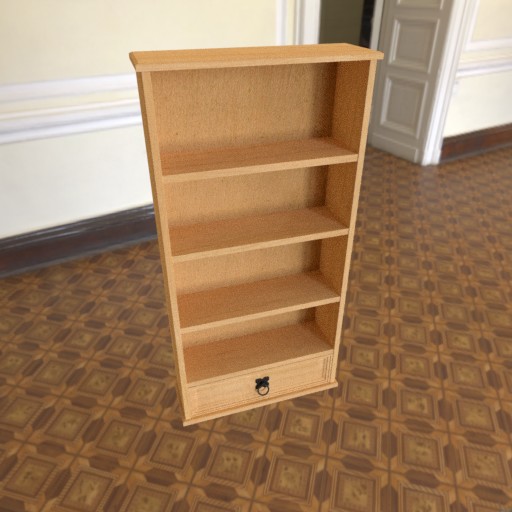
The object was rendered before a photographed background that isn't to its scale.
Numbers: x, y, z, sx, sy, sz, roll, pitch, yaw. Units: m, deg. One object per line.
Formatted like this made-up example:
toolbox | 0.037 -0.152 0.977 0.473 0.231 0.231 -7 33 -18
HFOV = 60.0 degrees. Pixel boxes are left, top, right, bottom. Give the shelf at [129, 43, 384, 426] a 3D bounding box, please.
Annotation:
shelf | 0.000 0.000 1.221 0.520 1.030 0.175 -10 33 -15
